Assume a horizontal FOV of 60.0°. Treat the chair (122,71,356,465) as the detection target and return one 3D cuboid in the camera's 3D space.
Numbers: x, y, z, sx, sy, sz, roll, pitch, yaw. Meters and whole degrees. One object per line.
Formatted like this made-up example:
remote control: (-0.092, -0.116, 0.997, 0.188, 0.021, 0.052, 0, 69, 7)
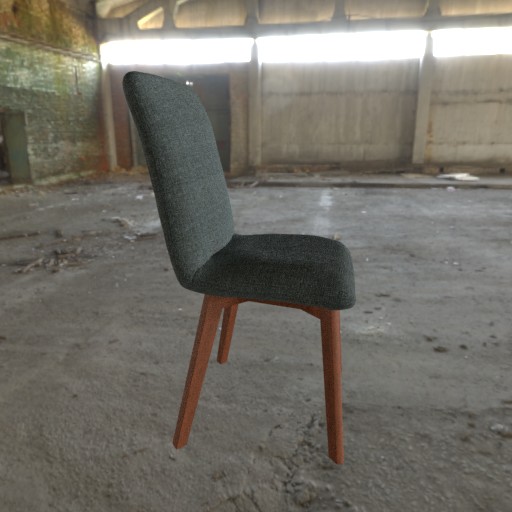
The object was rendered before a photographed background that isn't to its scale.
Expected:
chair: (0.000, 0.000, 1.298, 0.563, 0.974, 0.522, 3, 15, 10)
